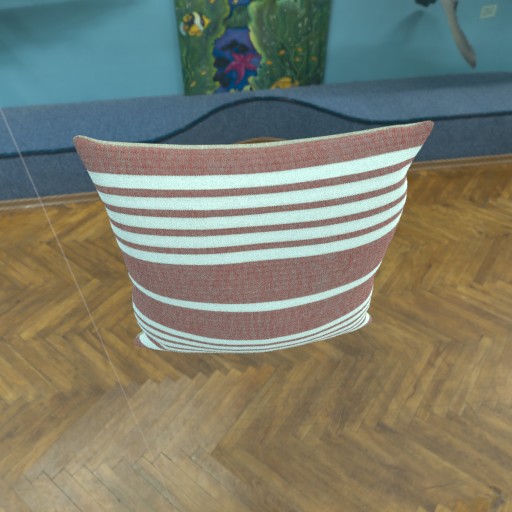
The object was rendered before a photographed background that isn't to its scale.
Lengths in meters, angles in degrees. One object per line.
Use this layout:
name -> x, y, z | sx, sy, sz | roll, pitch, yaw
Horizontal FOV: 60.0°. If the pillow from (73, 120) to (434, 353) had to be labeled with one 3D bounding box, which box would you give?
pillow -> 0.000, 0.000, 0.666 | 0.439, 0.427, 0.182 | -5, 45, -5
